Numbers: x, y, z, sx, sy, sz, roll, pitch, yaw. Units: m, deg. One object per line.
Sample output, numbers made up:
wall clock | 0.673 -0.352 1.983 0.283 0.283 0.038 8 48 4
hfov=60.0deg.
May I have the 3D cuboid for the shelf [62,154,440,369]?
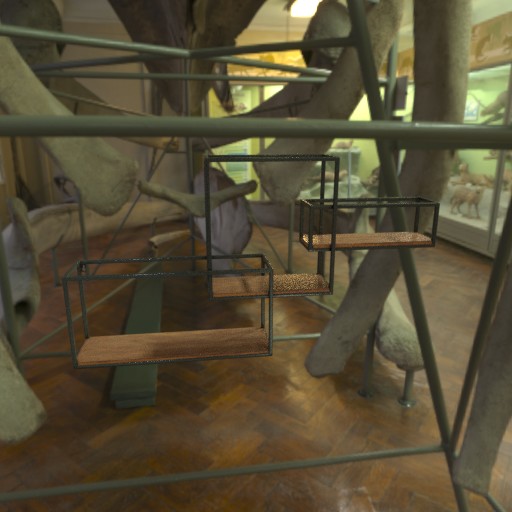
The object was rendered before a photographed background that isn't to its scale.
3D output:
shelf | 0.000 0.000 2.206 1.781 0.972 0.275 -2 16 -7
